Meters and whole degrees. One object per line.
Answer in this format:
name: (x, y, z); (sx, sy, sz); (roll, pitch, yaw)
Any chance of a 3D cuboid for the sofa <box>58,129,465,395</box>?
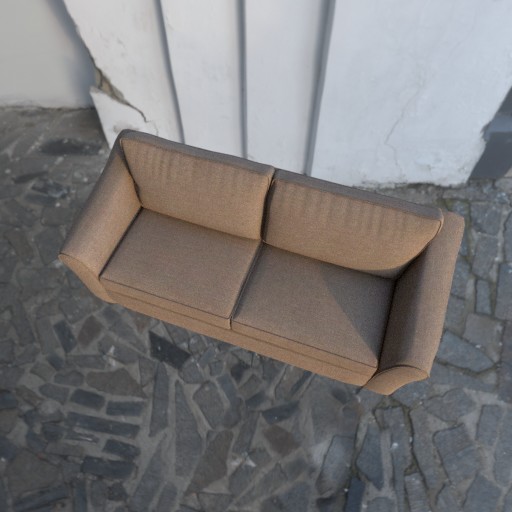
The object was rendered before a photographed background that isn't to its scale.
sofa: (0.000, 0.000, 2.786); (2.270, 0.906, 0.986); (17, 59, 10)
